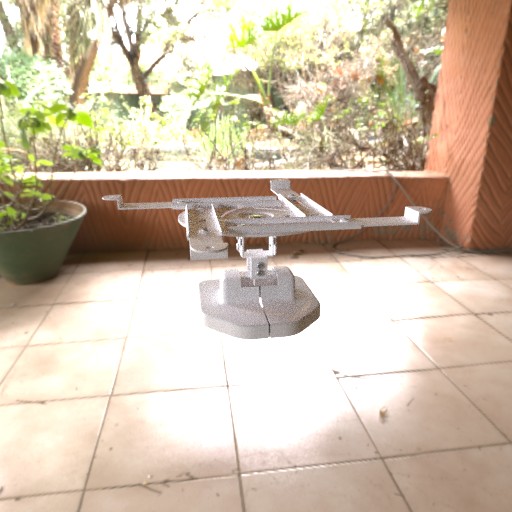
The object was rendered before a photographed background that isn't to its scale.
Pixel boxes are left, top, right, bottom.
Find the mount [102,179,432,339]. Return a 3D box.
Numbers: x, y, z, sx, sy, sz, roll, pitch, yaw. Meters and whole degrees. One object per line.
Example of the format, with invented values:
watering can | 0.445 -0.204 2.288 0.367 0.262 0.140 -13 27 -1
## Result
mount | 0.000 0.000 0.579 0.394 0.141 0.394 -3 18 -9
